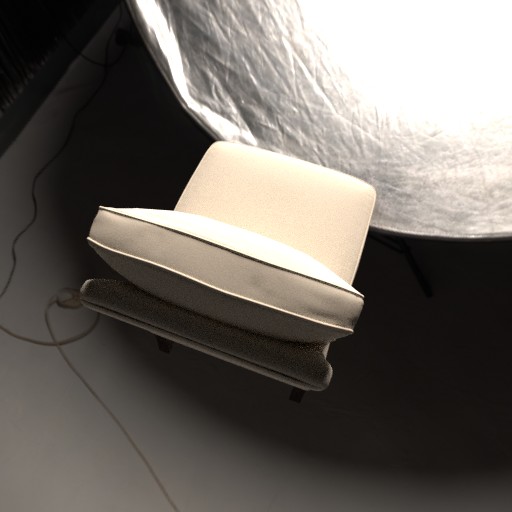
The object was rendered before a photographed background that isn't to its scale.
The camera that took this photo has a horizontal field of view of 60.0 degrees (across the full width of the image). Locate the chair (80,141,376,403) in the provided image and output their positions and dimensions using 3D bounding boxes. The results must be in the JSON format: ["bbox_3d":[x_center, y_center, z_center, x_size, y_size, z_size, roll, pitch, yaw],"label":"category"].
[{"bbox_3d":[0.000,0.000,1.411,0.630,0.887,0.781,18,66,8],"label":"chair"}]
